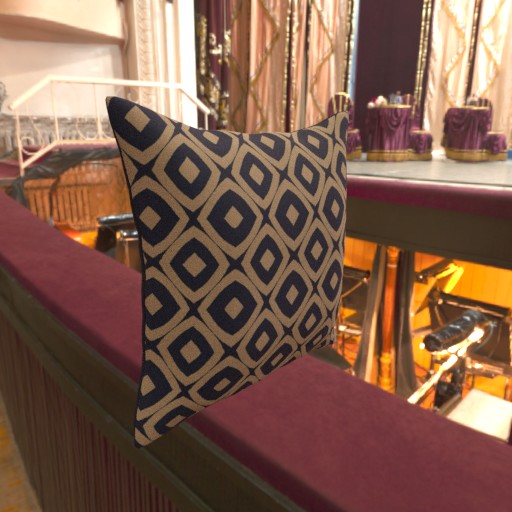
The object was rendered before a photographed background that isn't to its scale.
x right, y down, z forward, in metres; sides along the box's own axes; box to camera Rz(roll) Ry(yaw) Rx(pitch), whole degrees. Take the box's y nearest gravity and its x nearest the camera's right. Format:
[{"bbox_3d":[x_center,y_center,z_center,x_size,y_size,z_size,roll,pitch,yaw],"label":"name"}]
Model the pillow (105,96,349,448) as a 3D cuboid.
[{"bbox_3d":[0.000,0.000,0.762,0.504,0.494,0.188,-14,21,-43],"label":"pillow"}]
